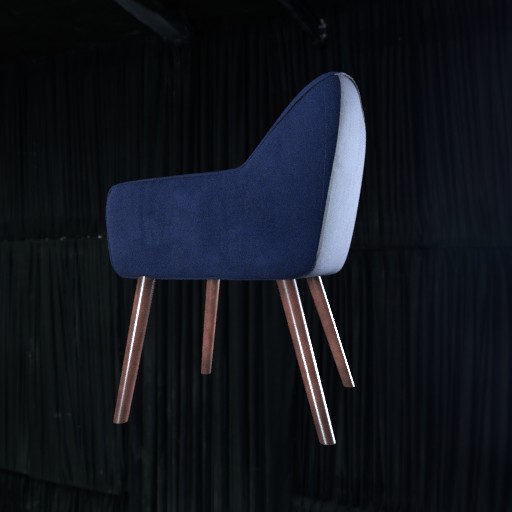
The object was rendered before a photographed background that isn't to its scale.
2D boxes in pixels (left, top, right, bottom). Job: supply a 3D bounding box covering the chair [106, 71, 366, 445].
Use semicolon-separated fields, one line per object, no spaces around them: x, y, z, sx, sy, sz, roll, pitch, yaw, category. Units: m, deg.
0.000;0.000;1.265;0.600;0.820;0.600;0;-1;17;chair
